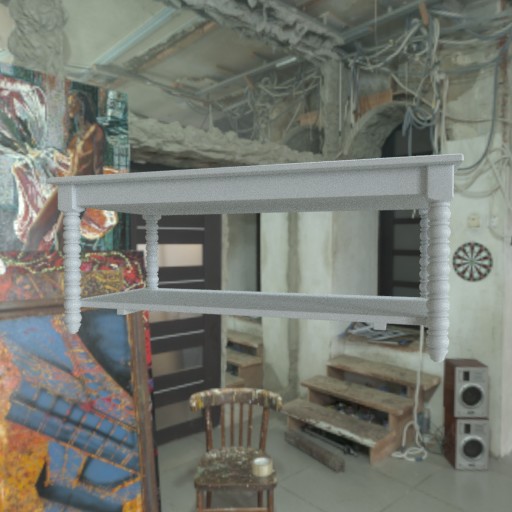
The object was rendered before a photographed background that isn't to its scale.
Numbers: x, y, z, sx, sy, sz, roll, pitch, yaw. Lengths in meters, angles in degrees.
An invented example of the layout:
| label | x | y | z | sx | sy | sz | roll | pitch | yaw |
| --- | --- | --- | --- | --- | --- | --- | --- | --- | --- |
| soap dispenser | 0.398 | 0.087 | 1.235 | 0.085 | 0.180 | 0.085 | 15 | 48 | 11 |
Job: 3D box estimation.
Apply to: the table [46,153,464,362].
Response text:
| label | x | y | z | sx | sy | sz | roll | pitch | yaw |
| --- | --- | --- | --- | --- | --- | --- | --- | --- | --- |
| table | 0.000 | 0.000 | 1.452 | 1.171 | 0.487 | 0.580 | 1 | 2 | 18 |
